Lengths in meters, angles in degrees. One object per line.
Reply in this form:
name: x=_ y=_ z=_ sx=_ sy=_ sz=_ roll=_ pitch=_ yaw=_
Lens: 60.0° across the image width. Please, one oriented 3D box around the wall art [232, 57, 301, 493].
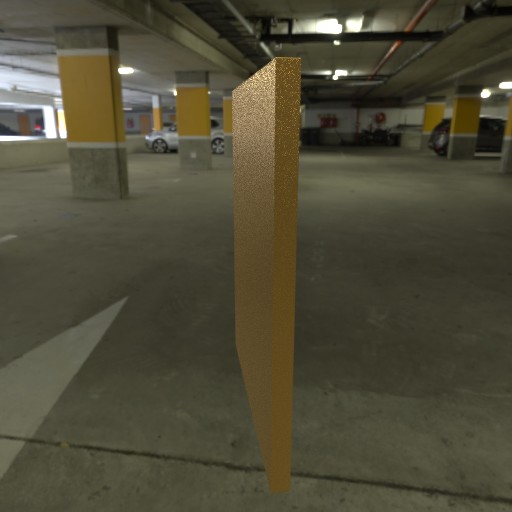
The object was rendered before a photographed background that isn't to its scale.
wall art: x=0.000 y=0.000 z=1.027 sx=0.038 sy=0.762 sz=0.610 roll=-2 pitch=16 yaw=-8
